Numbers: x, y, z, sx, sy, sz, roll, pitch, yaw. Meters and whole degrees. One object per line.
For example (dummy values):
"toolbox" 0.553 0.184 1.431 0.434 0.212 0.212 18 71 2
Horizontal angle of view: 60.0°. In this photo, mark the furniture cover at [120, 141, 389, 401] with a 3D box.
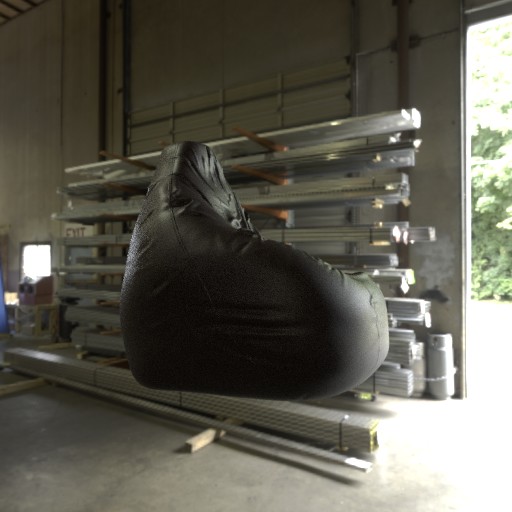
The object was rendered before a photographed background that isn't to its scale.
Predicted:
"furniture cover" 0.000 0.000 1.864 1.070 0.990 1.070 0 -1 19
